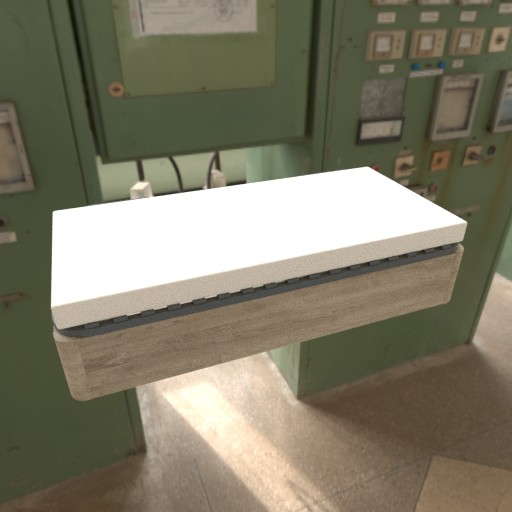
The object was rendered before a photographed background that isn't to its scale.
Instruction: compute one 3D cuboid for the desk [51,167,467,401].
[{"bbox_3d":[0.000,0.000,2.275,1.900,0.455,0.900,-11,32,-18],"label":"desk"}]
